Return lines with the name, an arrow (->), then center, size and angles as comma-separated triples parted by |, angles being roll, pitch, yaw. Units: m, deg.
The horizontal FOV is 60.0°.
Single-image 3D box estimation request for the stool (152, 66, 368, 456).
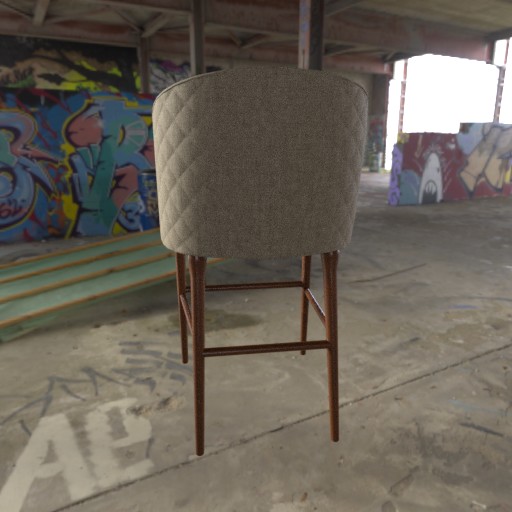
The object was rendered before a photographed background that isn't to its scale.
stool -> 0.000, 0.000, 1.314 | 0.559, 0.952, 0.635 | -2, 15, -8
